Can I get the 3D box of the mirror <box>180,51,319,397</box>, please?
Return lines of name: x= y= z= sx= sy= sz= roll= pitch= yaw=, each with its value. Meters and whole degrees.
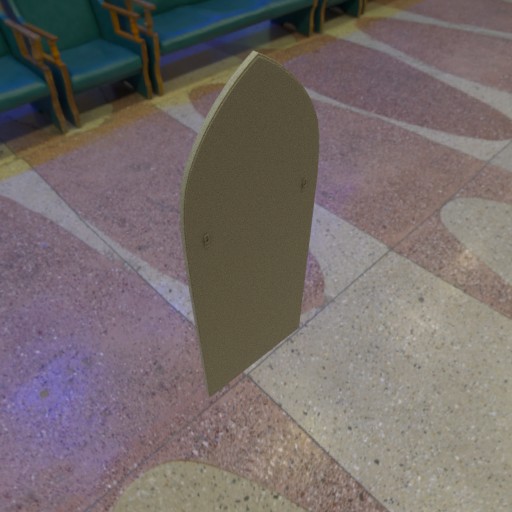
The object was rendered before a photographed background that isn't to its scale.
mirror: x=0.000 y=0.000 z=1.305 sx=0.464 sy=1.175 sz=0.025 roll=-33 pitch=55 yaw=-27
